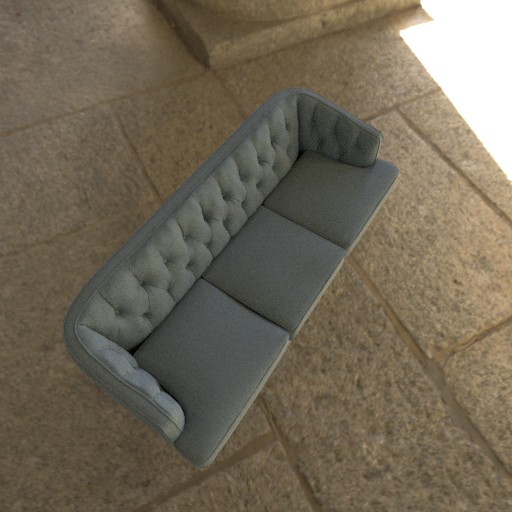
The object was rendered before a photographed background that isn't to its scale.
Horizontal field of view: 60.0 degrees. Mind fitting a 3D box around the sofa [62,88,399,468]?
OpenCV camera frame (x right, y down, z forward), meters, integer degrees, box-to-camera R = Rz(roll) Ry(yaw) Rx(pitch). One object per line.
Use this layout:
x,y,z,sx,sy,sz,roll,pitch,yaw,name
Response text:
0.000,0.000,2.727,0.941,0.855,2.278,30,63,17,sofa
